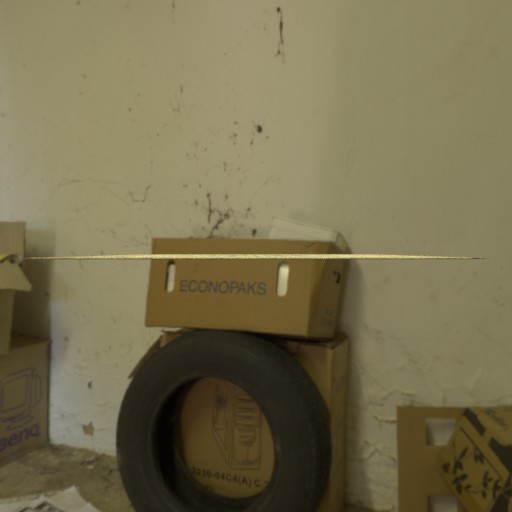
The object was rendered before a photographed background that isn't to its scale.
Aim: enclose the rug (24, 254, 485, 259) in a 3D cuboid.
[{"bbox_3d":[0.000,0.000,3.492,2.651,0.010,1.971,0,1,-1],"label":"rug"}]
